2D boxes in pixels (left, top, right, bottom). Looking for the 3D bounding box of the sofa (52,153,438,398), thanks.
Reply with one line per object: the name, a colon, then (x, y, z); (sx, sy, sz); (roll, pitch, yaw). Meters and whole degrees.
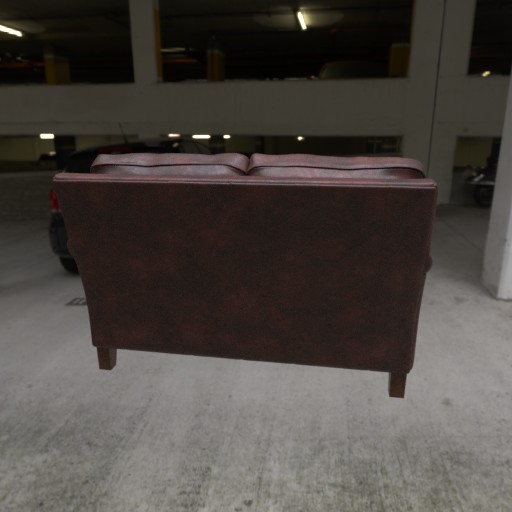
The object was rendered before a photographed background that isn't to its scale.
sofa: (0.000, 0.000, 2.332); (1.628, 1.070, 1.148); (3, 16, 10)
